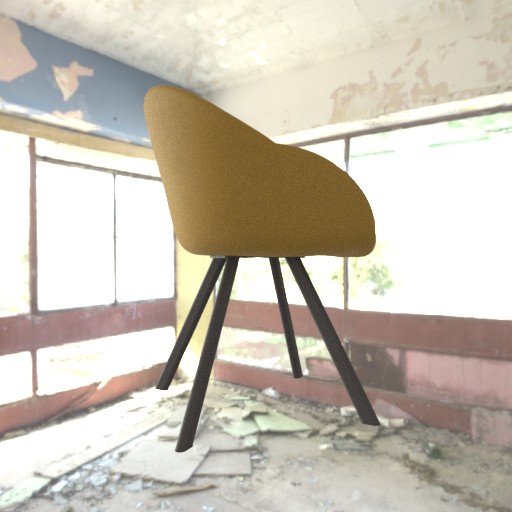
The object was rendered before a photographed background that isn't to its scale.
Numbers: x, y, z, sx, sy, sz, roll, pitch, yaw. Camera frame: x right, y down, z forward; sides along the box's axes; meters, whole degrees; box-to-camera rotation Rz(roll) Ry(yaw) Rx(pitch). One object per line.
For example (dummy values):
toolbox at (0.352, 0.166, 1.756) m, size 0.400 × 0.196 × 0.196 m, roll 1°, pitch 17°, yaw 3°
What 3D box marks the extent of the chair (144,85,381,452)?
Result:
chair at (0.000, 0.000, 1.188) m, size 0.583 × 0.793 × 0.551 m, roll 0°, pitch 0°, yaw -18°
